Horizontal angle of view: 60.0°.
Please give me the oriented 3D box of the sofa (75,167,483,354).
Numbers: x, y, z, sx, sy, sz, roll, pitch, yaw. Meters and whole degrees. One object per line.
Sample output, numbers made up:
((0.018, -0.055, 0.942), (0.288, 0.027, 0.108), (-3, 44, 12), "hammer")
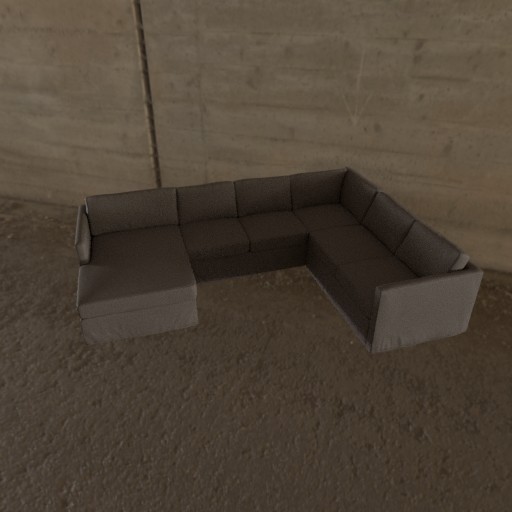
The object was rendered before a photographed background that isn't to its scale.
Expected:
((0.000, 0.000, 4.580), (3.528, 0.878, 2.476), (-9, 33, -14), "sofa")
